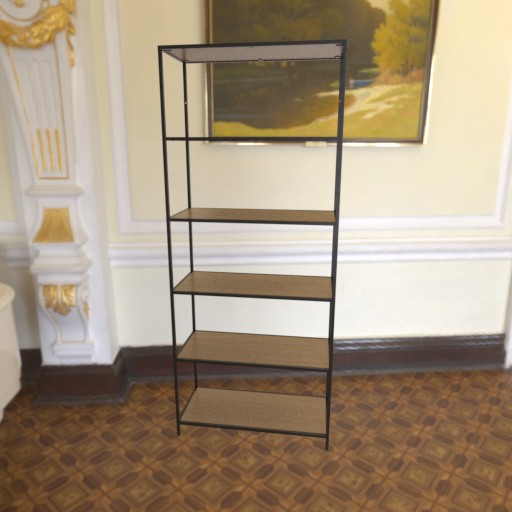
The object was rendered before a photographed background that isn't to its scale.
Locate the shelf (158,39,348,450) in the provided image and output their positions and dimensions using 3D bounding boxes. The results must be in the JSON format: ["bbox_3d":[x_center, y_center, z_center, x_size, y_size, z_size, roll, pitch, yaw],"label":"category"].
[{"bbox_3d":[0.000,0.000,2.168,0.770,1.850,0.350,2,14,8],"label":"shelf"}]
